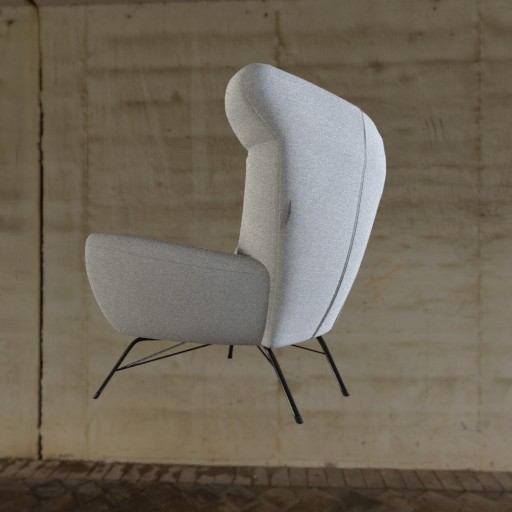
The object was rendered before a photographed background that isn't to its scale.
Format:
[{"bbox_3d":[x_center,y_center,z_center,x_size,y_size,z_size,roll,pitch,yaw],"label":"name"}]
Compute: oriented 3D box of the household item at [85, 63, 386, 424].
[{"bbox_3d":[0.000,0.000,1.715,0.900,1.050,0.980,0,0,35],"label":"household item"}]
